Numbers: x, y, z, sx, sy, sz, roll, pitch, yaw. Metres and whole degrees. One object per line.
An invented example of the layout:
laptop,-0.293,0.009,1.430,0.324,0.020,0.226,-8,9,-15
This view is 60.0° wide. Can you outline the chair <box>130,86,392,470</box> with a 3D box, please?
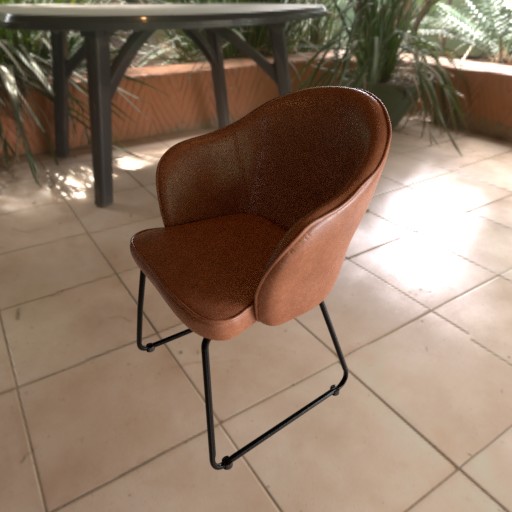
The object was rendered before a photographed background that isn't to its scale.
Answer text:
chair,0.000,0.000,1.165,0.580,0.785,0.582,-19,36,-29
